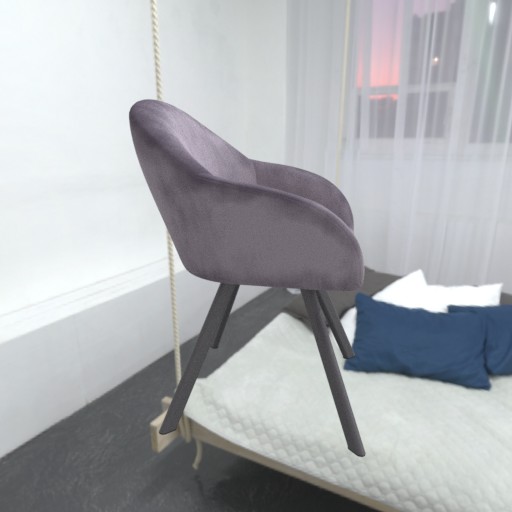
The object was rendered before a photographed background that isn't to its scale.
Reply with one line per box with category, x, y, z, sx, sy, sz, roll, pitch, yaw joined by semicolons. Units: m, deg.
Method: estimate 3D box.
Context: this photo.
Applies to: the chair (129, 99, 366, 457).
chair;0.000;0.000;1.184;0.590;0.795;0.550;3;16;9
